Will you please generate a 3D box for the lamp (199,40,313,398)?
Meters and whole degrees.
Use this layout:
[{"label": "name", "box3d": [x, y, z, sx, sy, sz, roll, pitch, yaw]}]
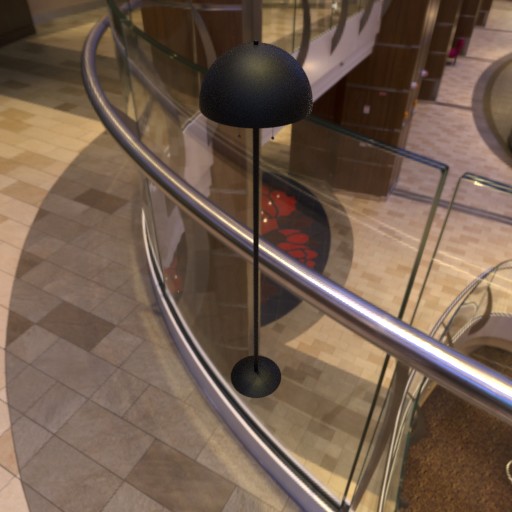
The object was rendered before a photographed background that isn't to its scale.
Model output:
[{"label": "lamp", "box3d": [0.000, 0.000, 1.646, 0.328, 1.480, 0.328, -11, 41, -13]}]
